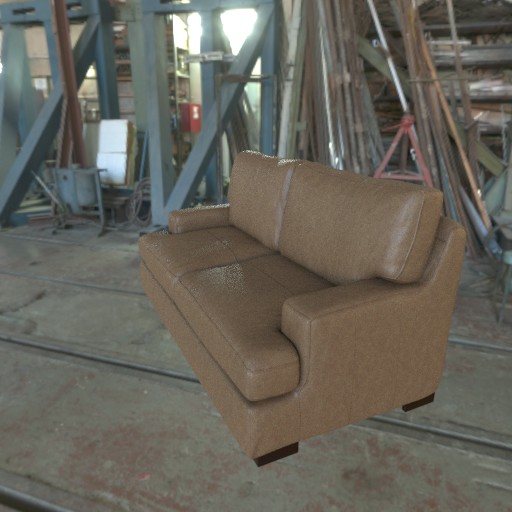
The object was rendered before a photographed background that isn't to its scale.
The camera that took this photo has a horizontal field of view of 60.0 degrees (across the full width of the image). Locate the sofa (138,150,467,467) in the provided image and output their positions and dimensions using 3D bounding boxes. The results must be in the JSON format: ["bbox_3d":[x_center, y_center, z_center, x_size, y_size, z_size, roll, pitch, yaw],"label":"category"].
[{"bbox_3d":[0.000,0.000,2.409,0.962,0.980,1.855,-9,21,-24],"label":"sofa"}]
